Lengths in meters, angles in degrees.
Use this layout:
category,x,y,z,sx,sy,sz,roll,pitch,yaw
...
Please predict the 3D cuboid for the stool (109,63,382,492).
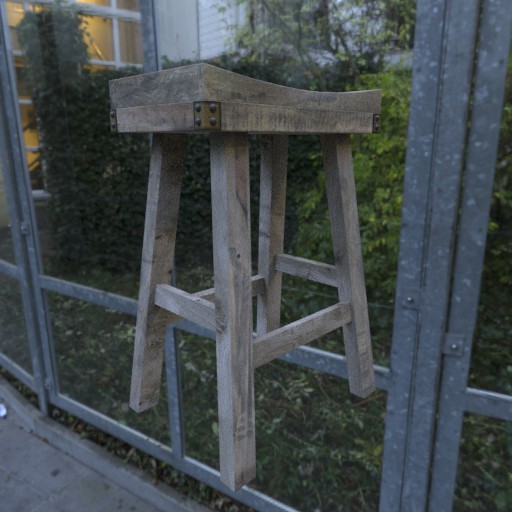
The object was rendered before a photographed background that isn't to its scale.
category,x,y,z,sx,sy,sz,roll,pitch,yaw
stool,0.000,0.000,0.878,0.450,0.635,0.330,-14,20,-43
